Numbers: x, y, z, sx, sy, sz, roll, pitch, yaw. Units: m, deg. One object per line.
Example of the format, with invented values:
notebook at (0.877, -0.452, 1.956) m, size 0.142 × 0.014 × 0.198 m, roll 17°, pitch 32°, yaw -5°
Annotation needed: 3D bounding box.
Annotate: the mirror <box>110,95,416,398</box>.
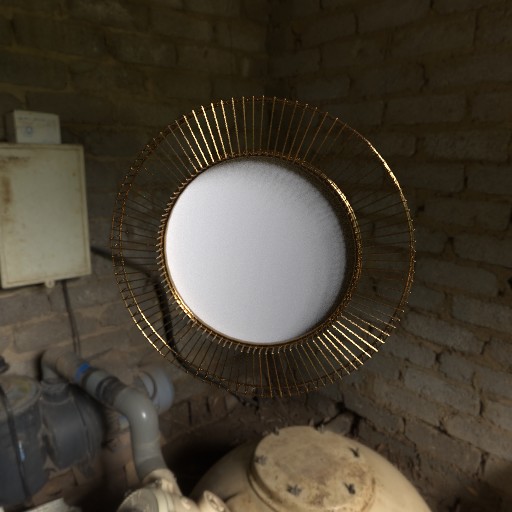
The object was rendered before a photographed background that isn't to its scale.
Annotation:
mirror at (0.000, 0.000, 1.035) m, size 0.703 × 0.703 × 0.067 m, roll 3°, pitch 14°, yaw 10°
